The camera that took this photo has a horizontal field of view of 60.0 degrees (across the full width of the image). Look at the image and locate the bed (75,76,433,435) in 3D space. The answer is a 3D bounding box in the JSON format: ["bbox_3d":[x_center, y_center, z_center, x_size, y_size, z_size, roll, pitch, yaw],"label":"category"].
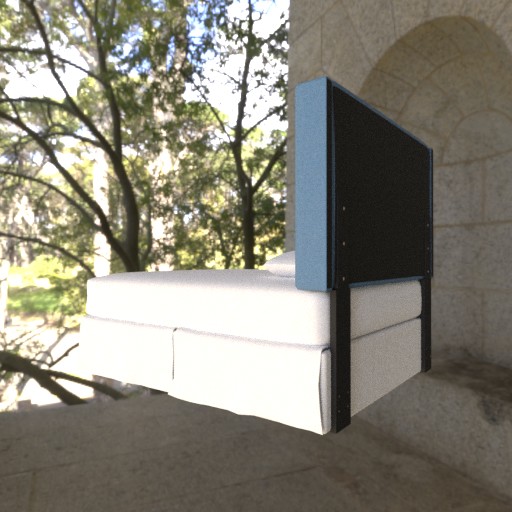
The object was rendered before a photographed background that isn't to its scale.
[{"bbox_3d":[0.000,0.000,3.289,2.078,1.665,1.719,0,0,37],"label":"bed"}]
